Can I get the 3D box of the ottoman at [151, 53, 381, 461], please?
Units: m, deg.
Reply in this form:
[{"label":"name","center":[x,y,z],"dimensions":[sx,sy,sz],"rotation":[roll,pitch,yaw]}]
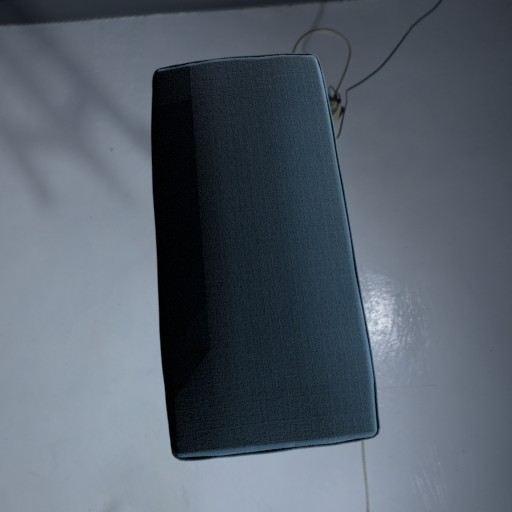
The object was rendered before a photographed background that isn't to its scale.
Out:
[{"label":"ottoman","center":[0.000,0.000,1.217],"dimensions":[0.474,0.474,0.943],"rotation":[-6,76,-1]}]
